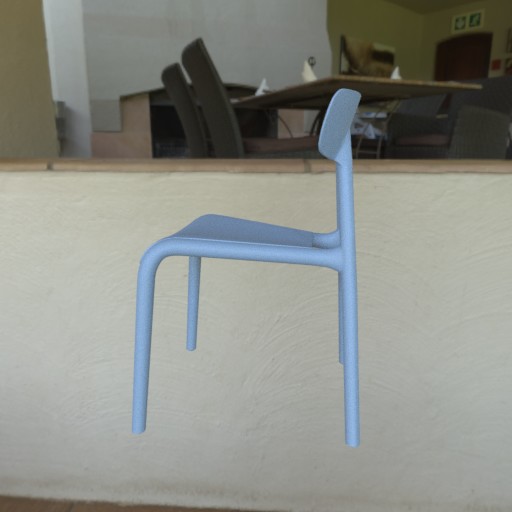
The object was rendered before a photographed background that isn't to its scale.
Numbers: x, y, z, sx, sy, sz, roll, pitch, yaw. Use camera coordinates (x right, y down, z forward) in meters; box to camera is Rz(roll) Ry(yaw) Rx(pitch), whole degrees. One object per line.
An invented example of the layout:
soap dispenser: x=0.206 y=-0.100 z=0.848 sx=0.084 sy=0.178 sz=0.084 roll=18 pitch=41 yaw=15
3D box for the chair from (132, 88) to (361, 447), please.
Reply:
chair: x=0.000 y=0.000 z=0.859 sx=0.401 sy=0.580 sz=0.356 roll=2 pitch=14 yaw=8
